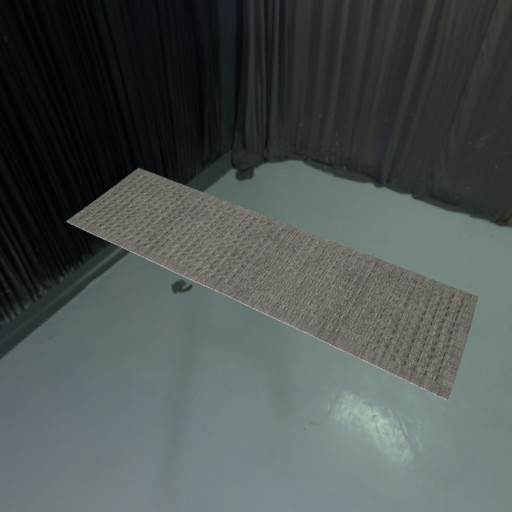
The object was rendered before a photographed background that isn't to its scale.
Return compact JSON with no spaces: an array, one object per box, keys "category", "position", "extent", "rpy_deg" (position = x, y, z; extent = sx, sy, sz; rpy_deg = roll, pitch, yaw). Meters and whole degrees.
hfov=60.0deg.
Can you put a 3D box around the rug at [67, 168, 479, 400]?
[{"category":"rug","position":[0.000,0.000,2.657],"extent":[2.443,0.009,0.706],"rpy_deg":[23,50,21]}]
